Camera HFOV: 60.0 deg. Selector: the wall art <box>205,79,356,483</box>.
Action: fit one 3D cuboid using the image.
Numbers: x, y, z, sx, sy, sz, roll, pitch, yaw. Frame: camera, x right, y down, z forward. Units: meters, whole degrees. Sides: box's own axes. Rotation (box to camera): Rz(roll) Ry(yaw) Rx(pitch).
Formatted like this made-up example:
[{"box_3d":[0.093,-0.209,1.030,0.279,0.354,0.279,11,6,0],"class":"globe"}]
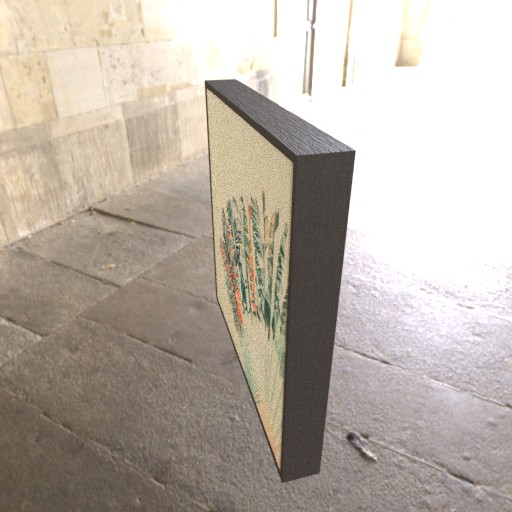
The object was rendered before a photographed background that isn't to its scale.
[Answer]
[{"box_3d":[0.000,0.000,0.456,0.036,0.300,0.302,-8,30,-14],"class":"wall art"}]
